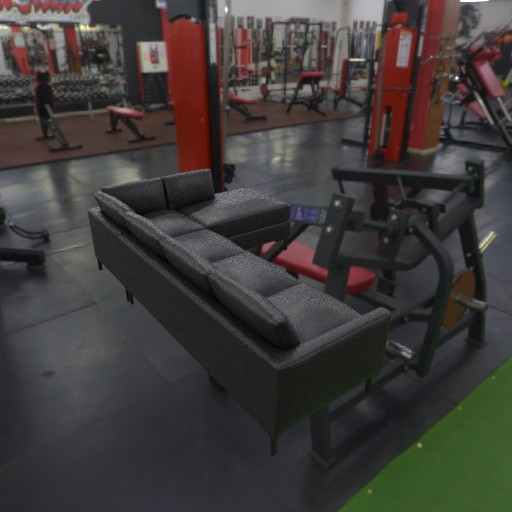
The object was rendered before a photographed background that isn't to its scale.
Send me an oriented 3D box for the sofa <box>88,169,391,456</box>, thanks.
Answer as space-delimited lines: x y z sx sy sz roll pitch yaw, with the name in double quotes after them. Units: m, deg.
0.000 0.000 3.855 1.938 0.877 2.984 -18 31 -33 "sofa"
